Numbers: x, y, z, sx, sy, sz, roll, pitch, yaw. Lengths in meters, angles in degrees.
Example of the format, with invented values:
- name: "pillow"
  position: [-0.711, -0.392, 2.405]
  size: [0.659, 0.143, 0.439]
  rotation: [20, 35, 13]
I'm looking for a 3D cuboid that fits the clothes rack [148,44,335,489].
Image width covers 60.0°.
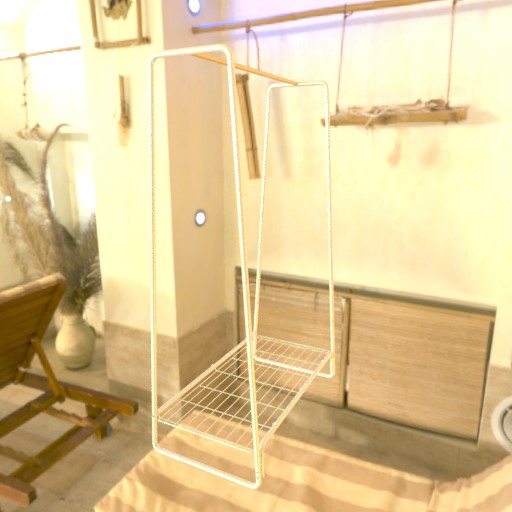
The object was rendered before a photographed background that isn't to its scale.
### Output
- name: "clothes rack"
  position: [0.000, 0.000, 1.903]
  size: [0.495, 1.500, 0.900]
  rotation: [7, 16, 26]
